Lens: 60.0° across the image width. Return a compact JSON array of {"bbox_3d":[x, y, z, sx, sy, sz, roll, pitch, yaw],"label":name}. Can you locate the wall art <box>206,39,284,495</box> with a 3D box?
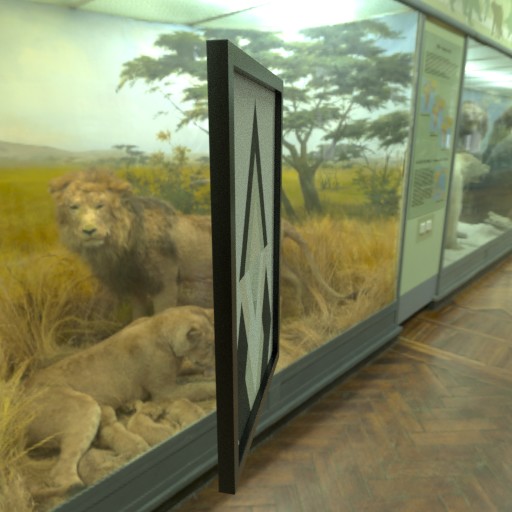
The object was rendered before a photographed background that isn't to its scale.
[{"bbox_3d":[0.000,0.000,0.573,0.019,0.455,0.314,3,16,11],"label":"wall art"}]
